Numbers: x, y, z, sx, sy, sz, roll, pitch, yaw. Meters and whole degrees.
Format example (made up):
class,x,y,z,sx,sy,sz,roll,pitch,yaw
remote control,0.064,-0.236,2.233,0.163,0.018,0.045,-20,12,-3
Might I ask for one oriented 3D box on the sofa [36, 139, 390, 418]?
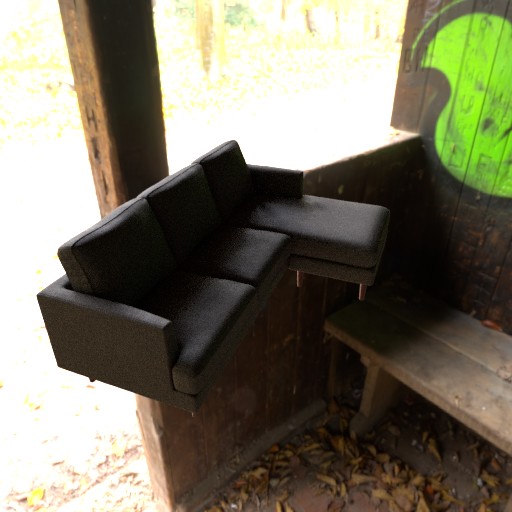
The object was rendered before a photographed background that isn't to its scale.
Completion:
class,x,y,z,sx,sy,sz,roll,pitch,yaw
sofa,0.000,0.000,2.959,1.504,0.956,2.233,11,32,18
